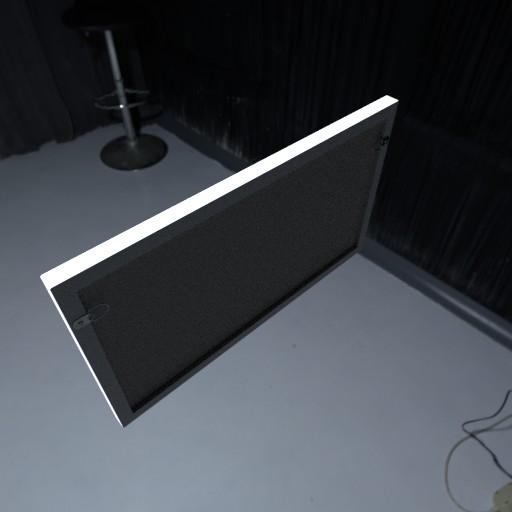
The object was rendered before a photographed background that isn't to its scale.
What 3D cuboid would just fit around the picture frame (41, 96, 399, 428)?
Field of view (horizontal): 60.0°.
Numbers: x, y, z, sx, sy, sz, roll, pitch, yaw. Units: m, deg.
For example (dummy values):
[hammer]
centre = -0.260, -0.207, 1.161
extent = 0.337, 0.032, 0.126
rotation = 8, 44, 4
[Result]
[picture frame]
centre = 0.000, 0.000, 0.785
extent = 0.647, 0.379, 0.044
rotation = -33, 55, -27
